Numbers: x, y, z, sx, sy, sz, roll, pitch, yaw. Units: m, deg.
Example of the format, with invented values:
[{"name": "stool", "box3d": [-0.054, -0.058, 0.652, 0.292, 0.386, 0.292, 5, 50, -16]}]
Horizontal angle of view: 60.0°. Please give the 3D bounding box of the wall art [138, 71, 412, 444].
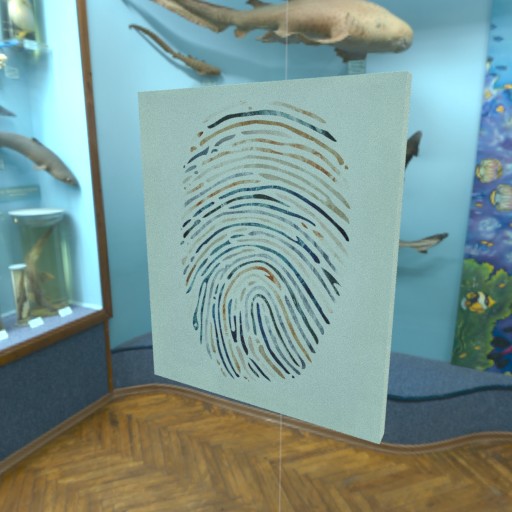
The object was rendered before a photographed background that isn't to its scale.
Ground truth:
[{"name": "wall art", "box3d": [0.000, 0.000, 0.831, 0.508, 0.606, 0.037, 7, 16, 28]}]
